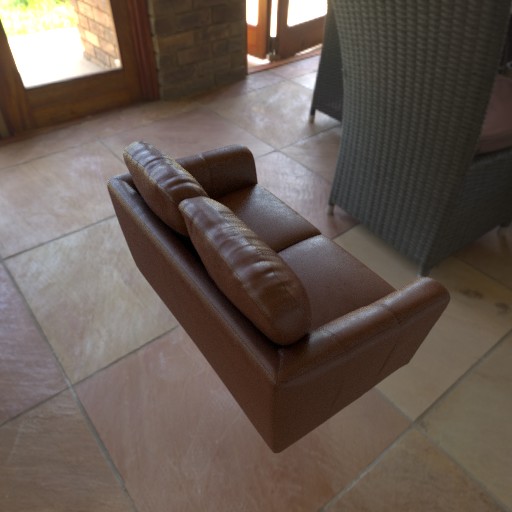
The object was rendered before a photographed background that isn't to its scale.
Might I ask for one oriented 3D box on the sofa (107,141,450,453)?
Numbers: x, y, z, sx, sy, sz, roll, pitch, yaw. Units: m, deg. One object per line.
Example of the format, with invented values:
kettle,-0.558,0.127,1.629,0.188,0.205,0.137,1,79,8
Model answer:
sofa,0.000,0.000,1.957,0.805,0.906,1.406,-25,48,-25
